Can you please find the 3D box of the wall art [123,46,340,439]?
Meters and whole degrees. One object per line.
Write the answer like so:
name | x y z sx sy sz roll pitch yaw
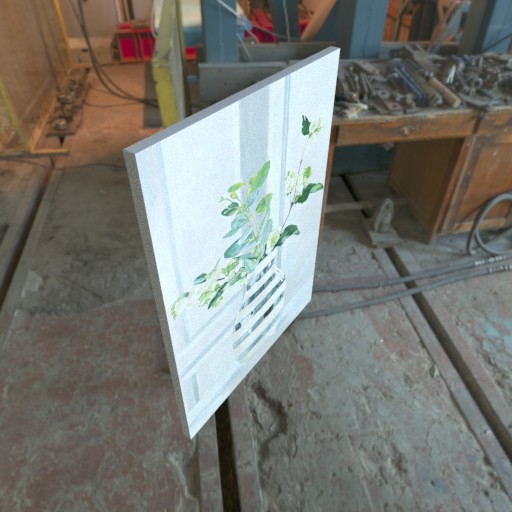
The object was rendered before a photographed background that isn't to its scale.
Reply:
wall art | 0.000 0.000 1.602 0.038 1.212 0.914 25 47 26
